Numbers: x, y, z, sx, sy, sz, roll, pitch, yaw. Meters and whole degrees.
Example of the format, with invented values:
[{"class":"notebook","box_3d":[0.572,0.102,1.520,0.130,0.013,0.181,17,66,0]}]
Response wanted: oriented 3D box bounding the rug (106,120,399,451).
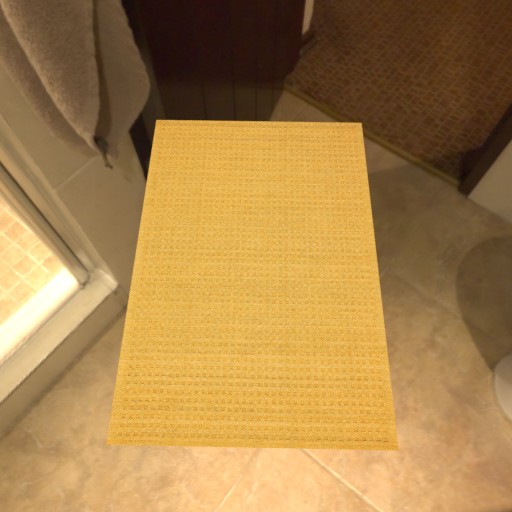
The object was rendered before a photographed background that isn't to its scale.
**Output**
[{"class":"rug","box_3d":[0.000,0.000,3.642,1.981,0.006,2.895,1,64,0]}]
